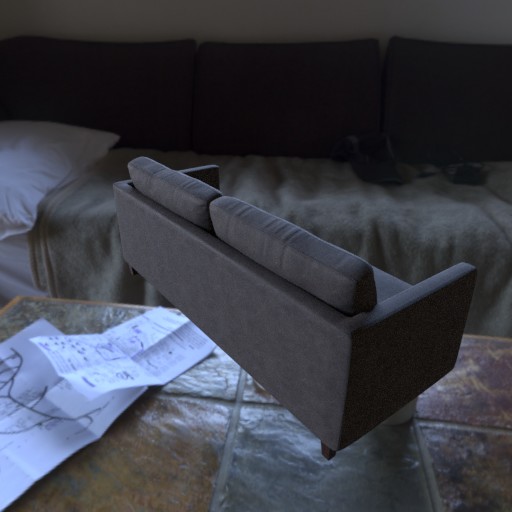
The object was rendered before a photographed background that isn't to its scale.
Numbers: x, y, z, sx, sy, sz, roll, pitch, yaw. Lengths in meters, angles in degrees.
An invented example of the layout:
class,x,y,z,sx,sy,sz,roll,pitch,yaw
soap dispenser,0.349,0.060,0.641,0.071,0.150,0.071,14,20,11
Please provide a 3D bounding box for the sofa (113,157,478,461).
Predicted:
class,x,y,z,sx,sy,sz,roll,pitch,yaw
sofa,0.000,0.000,2.875,0.951,0.965,2.434,-19,32,-33
